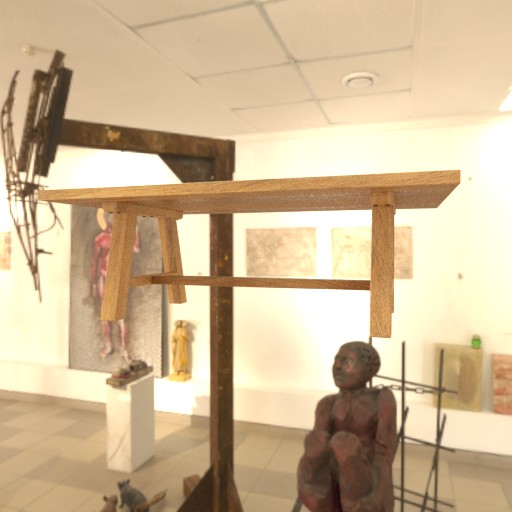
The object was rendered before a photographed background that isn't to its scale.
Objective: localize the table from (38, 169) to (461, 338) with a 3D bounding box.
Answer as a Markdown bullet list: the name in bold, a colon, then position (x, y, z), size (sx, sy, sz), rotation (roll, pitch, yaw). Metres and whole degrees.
- **table**: position (0.000, 0.000, 1.673), size (1.320, 0.455, 0.760), rotation (0, 1, 18)
